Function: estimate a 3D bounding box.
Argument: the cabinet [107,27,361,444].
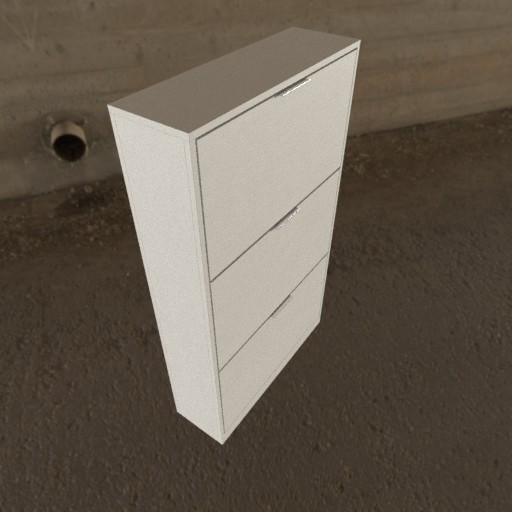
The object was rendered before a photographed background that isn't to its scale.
[{"bbox_3d":[0.000,0.000,1.551,0.250,1.280,0.750,26,47,26],"label":"cabinet"}]
